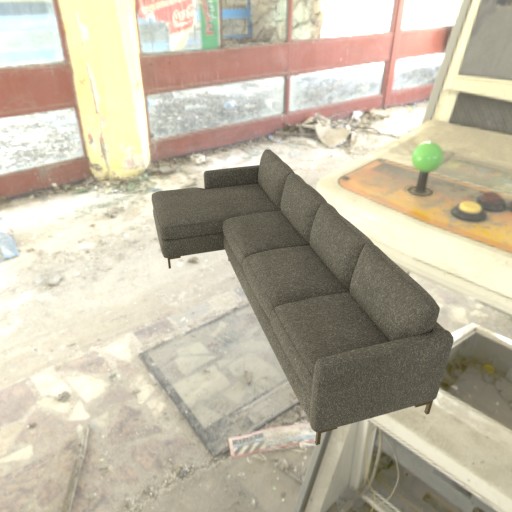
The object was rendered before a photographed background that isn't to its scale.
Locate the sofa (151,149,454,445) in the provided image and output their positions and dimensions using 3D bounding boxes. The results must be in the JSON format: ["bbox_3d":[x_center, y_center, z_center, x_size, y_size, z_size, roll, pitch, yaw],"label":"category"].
[{"bbox_3d":[0.000,0.000,3.471,1.350,0.810,2.932,-9,32,-15],"label":"sofa"}]
